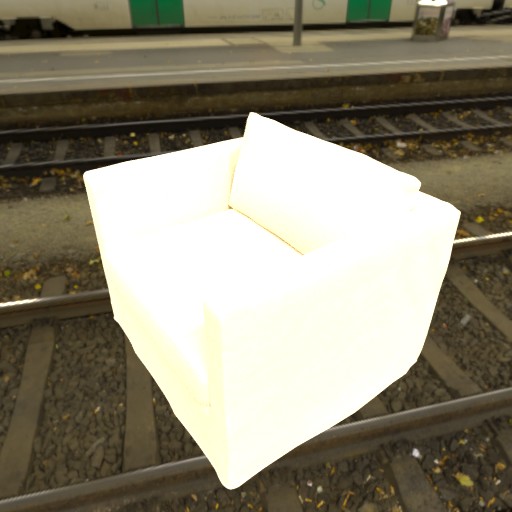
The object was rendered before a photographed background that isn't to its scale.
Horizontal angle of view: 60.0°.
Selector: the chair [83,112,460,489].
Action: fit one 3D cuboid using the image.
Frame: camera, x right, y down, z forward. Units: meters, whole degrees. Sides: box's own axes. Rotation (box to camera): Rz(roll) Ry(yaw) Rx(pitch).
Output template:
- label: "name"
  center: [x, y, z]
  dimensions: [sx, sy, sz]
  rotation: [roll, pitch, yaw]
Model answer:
- label: "chair"
  center: [0.000, 0.000, 1.711]
  dimensions: [0.947, 0.851, 1.057]
  rotation: [-21, 38, -29]
